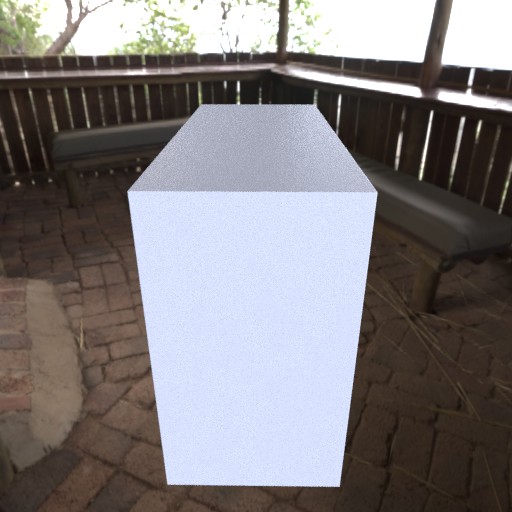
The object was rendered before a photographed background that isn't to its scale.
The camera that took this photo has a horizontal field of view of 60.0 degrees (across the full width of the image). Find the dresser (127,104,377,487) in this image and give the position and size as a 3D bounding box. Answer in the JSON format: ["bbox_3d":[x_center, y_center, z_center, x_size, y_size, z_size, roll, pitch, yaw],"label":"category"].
[{"bbox_3d":[0.000,0.000,1.490,0.460,0.820,1.100,0,27,1],"label":"dresser"}]
